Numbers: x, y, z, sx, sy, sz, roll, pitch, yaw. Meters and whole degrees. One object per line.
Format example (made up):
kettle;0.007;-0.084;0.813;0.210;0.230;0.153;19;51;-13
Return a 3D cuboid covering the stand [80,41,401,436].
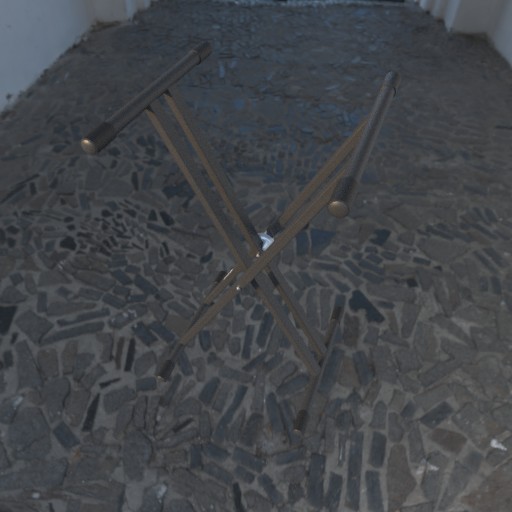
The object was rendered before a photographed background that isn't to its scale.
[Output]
stand;0.000;0.000;1.213;0.503;0.900;0.495;16;49;15
